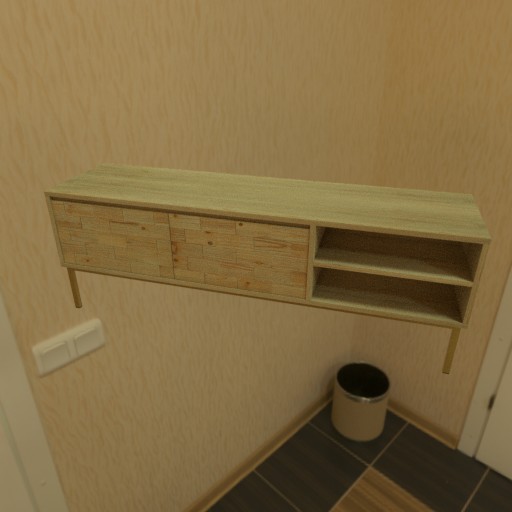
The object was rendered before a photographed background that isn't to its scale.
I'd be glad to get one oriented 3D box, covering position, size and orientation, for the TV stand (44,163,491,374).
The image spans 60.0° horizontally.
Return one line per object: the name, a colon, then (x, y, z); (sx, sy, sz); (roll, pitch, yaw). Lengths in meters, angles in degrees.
TV stand: (0.000, 0.000, 1.840); (1.600, 0.550, 0.420); (7, 28, 14)
